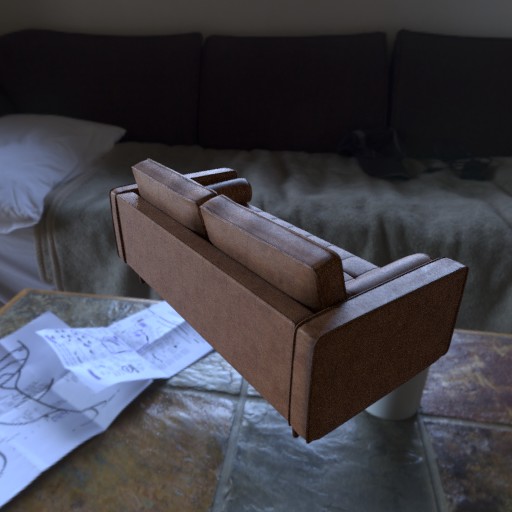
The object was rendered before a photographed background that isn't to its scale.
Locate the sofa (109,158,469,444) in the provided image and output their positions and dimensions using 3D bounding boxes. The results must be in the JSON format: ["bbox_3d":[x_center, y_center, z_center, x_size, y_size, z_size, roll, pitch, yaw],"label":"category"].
[{"bbox_3d":[0.000,0.000,2.428,0.924,0.825,1.920,-19,32,-32],"label":"sofa"}]
